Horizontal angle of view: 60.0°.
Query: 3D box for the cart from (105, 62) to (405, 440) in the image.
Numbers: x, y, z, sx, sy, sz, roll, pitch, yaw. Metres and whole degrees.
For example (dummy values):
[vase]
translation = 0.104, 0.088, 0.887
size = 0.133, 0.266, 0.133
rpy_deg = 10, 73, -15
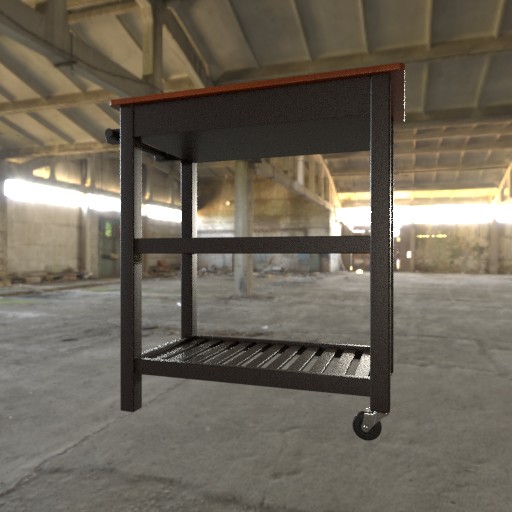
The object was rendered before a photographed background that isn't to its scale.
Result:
[cart]
translation = 0.000, 0.000, 1.415
size = 0.899, 0.927, 0.457
rpy_deg = 0, 0, 18
